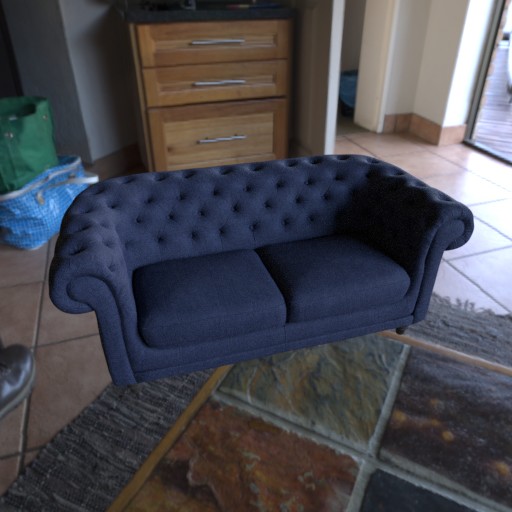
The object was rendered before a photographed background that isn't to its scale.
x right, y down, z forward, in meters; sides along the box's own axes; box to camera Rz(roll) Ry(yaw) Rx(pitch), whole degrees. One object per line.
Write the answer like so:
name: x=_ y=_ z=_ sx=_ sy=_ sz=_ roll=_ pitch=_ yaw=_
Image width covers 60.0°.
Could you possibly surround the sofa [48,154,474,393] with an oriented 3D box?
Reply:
sofa: x=0.000 y=0.000 z=2.503 sx=1.988 sy=0.833 sz=1.082 roll=-9 pitch=33 yaw=-14
